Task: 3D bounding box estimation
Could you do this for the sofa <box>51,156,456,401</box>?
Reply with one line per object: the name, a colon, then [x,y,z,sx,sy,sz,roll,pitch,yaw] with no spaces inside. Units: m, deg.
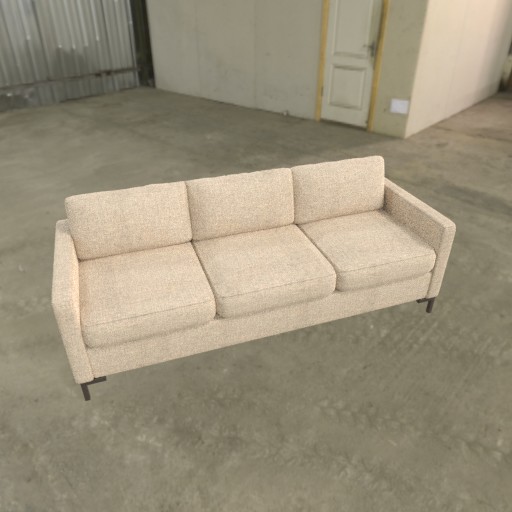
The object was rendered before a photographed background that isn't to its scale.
sofa: [0.000,0.000,2.712,2.218,0.874,0.859,-11,34,-16]
